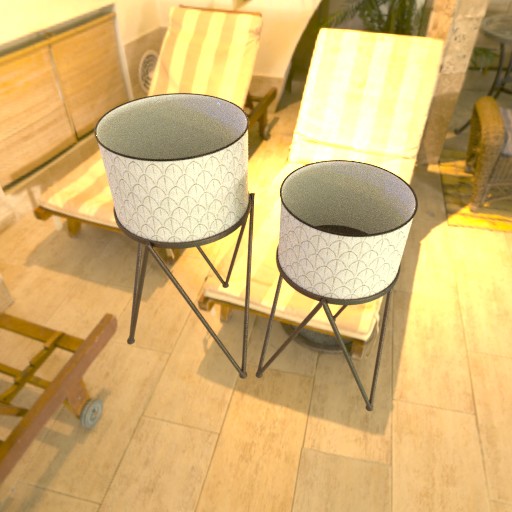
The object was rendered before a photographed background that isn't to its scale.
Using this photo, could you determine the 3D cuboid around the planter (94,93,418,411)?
[{"bbox_3d":[0.000,0.000,1.172,0.769,0.712,0.413,13,43,14],"label":"planter"}]
